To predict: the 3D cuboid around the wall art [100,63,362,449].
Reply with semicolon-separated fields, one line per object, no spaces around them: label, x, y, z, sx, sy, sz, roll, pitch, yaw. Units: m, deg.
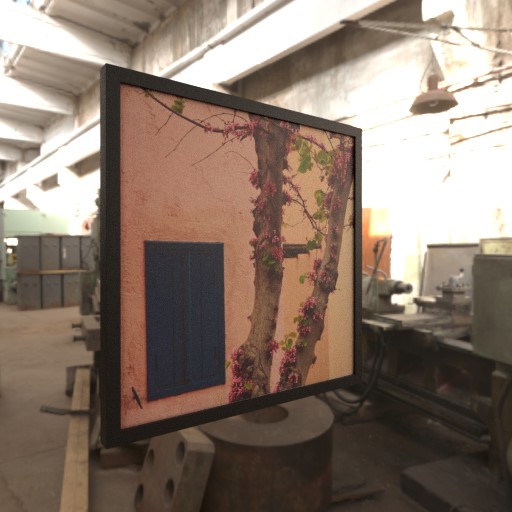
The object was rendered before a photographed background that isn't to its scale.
wall art;0.000;0.000;1.115;0.762;0.762;0.038;0;0;-36
